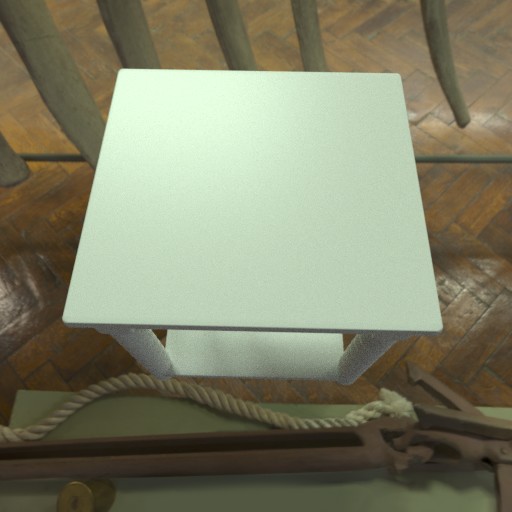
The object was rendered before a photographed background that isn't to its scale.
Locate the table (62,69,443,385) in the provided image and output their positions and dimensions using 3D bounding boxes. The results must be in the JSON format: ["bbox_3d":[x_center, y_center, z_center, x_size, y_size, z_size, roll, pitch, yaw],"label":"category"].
[{"bbox_3d":[0.000,0.000,0.973,0.533,0.563,0.500,1,64,1],"label":"table"}]
